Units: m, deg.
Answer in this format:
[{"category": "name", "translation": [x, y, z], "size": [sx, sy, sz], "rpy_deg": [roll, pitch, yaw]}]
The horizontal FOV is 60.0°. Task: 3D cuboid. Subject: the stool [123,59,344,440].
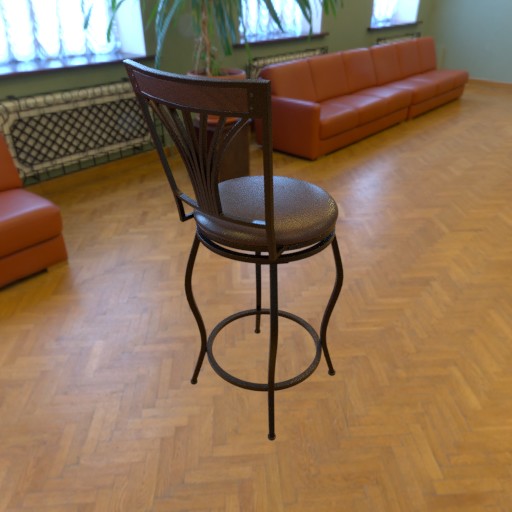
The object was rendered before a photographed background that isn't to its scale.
[{"category": "stool", "translation": [0.000, 0.000, 1.357], "size": [0.433, 1.117, 0.514], "rpy_deg": [24, 38, 33]}]
